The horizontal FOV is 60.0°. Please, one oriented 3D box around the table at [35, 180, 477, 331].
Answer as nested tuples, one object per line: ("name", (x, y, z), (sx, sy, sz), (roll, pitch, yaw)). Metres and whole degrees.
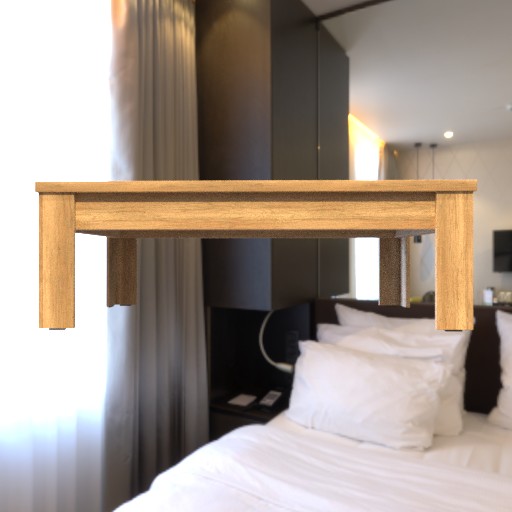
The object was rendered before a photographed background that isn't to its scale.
("table", (0.000, 0.000, 1.701), (1.350, 0.460, 0.700), (0, 0, 1))
